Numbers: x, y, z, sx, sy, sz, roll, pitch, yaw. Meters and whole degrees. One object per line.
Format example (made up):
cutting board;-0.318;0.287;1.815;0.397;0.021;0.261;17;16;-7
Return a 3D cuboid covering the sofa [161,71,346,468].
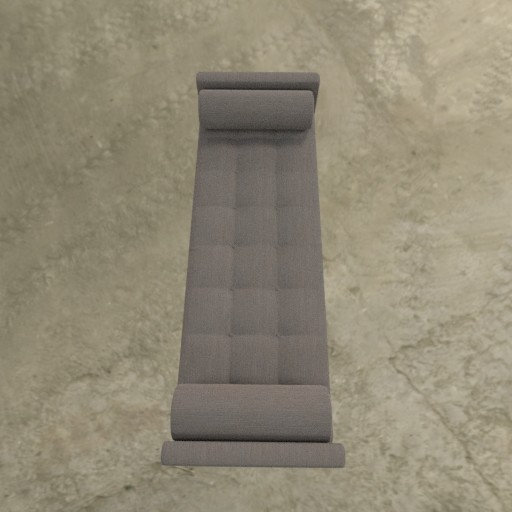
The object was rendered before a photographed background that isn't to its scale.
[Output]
sofa;0.000;0.000;2.305;0.686;0.635;1.981;1;65;0
